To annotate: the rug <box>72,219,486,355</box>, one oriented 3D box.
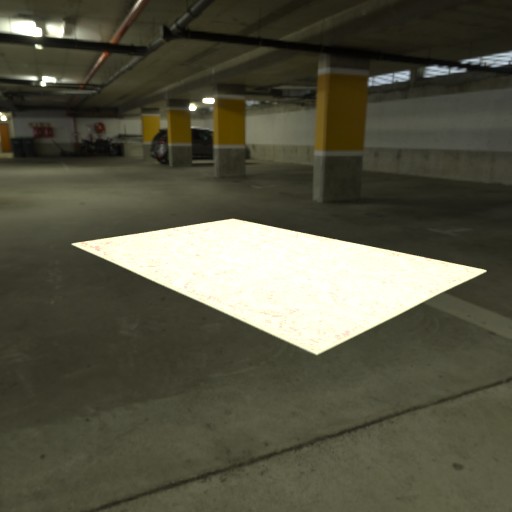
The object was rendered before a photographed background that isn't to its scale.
[{"bbox_3d":[0.000,0.000,3.450,1.819,0.018,2.746,-13,20,-41],"label":"rug"}]
